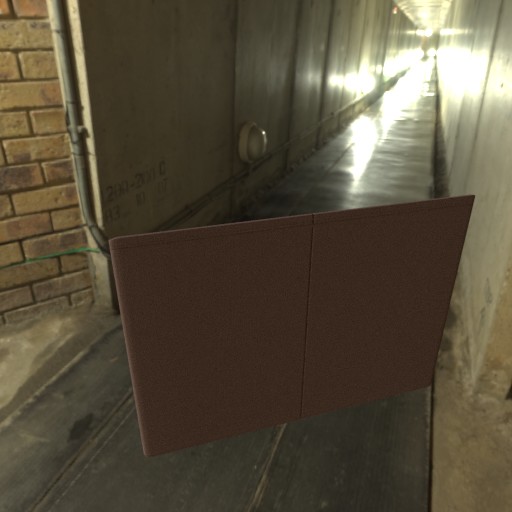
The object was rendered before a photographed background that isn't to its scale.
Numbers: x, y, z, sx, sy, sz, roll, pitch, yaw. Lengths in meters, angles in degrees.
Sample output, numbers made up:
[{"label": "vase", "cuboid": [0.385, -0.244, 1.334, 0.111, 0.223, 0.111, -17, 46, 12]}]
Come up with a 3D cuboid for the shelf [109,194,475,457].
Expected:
[{"label": "shelf", "cuboid": [0.000, 0.000, 0.496, 0.292, 0.210, 0.292, -8, 28, -16]}]
